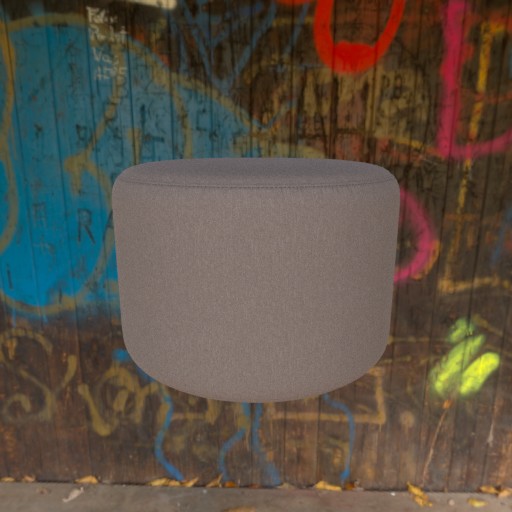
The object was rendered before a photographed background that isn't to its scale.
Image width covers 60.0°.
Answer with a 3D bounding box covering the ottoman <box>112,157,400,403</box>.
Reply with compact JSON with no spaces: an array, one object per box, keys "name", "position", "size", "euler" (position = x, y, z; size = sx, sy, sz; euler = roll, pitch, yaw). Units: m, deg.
[{"name":"ottoman","position":[0.000,0.000,1.014],"size":[0.608,0.433,0.608],"euler":[0,14,0]}]
